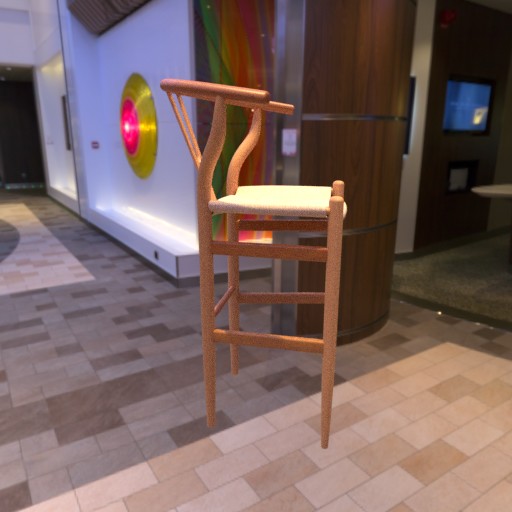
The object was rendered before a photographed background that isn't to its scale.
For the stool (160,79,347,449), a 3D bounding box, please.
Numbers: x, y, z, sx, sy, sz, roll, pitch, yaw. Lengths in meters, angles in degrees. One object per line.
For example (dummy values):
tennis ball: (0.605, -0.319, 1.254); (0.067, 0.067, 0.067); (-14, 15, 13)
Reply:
stool: (0.000, 0.000, 1.435); (0.561, 1.068, 0.574); (3, 16, 11)
